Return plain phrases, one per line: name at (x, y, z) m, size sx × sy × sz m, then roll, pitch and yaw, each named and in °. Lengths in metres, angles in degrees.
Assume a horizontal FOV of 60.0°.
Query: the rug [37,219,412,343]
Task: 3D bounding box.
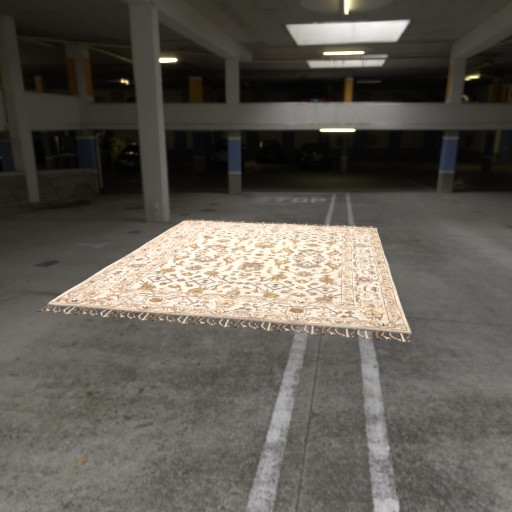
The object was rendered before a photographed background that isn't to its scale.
rug at (0.000, 0.000, 4.177) m, size 2.426 × 0.034 × 3.061 m, roll 3°, pitch 17°, yaw 10°
